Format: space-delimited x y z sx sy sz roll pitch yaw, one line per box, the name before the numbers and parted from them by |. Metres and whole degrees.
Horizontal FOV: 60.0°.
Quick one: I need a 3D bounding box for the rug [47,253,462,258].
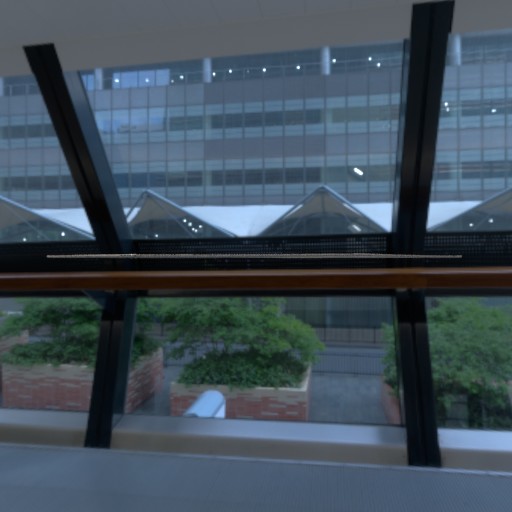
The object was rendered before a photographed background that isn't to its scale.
rug | 0.000 0.000 2.989 2.307 0.030 1.604 0 0 -36
